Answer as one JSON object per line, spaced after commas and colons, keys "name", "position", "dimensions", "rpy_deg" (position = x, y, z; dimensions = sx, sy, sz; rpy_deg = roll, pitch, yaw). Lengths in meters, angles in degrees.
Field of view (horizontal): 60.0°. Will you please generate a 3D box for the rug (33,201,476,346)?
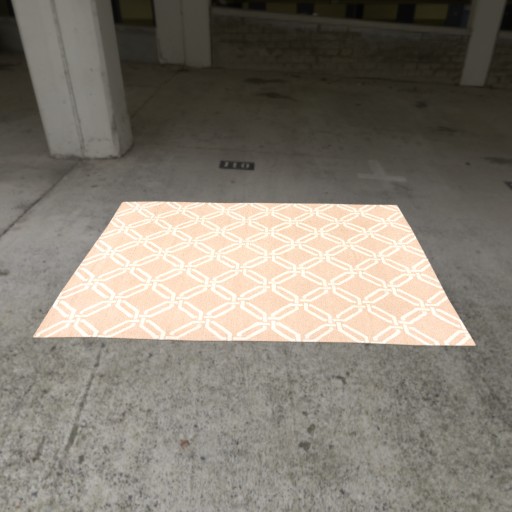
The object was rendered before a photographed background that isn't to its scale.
{"name": "rug", "position": [0.000, 0.000, 4.362], "dimensions": [3.365, 0.020, 2.452], "rpy_deg": [1, 32, 1]}
